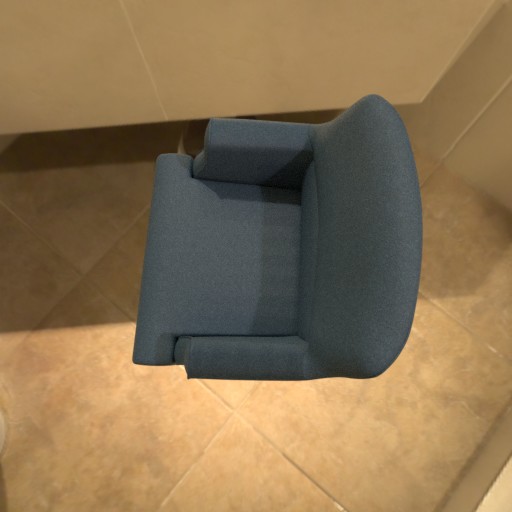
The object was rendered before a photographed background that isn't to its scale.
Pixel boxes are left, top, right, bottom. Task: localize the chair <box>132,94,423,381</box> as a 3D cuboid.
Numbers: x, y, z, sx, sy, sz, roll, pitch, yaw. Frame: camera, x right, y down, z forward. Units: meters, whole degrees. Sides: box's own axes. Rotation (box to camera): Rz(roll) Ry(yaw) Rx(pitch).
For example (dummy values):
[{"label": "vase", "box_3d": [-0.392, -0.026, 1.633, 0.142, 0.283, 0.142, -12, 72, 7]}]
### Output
[{"label": "chair", "box_3d": [0.000, 0.000, 1.413, 0.754, 0.878, 0.770, 3, 76, 1]}]
